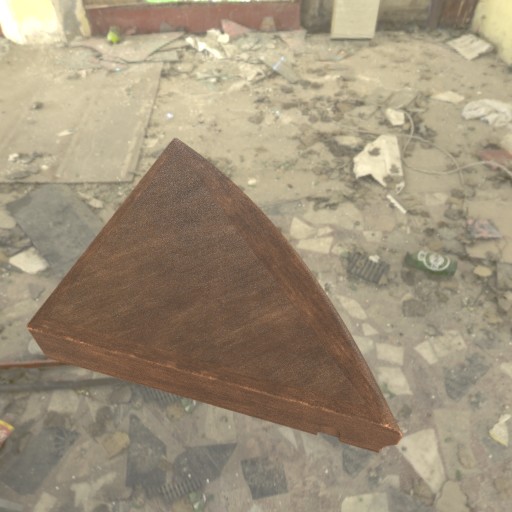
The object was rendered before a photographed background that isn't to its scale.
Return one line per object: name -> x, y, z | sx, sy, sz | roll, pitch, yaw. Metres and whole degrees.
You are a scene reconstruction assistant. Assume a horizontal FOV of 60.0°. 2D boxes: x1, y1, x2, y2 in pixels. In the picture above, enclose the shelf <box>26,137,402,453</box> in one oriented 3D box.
shelf -> 0.000, 0.000, 0.458 | 0.310, 0.050, 0.310 | 12, 48, 11
